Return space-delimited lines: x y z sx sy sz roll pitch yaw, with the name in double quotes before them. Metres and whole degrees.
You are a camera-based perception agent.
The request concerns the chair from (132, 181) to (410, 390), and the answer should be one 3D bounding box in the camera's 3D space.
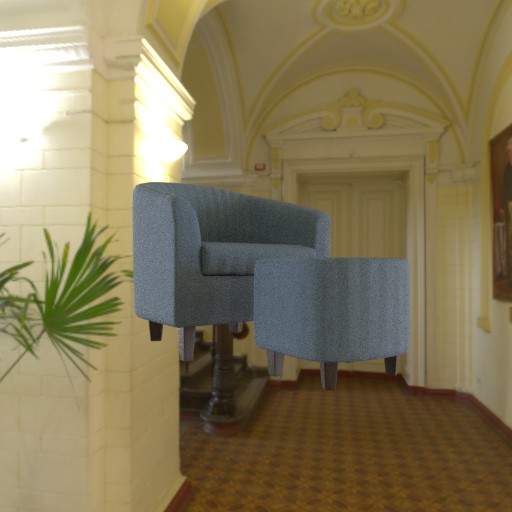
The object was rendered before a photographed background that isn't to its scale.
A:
"chair" 0.000 0.000 1.754 0.756 0.757 1.288 1 -1 -35
